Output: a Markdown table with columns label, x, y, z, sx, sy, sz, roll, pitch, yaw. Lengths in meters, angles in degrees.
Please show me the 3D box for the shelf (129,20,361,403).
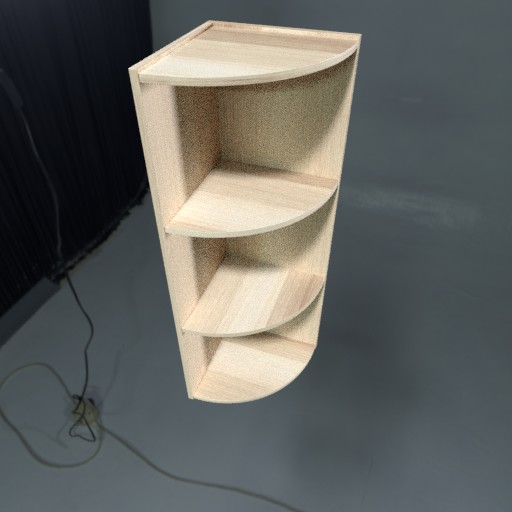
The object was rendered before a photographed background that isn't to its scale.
| label | x | y | z | sx | sy | sz | roll | pitch | yaw |
| --- | --- | --- | --- | --- | --- | --- | --- | --- | --- |
| shelf | 0.000 | 0.000 | 0.993 | 0.290 | 0.872 | 0.290 | 13 | 43 | 14 |
